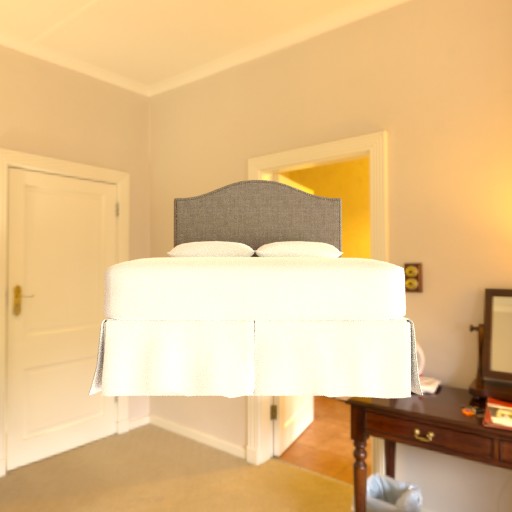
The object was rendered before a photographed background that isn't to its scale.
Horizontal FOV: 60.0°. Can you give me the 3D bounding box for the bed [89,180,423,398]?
[{"bbox_3d":[0.000,0.000,3.309,1.713,1.518,2.153,0,-1,0],"label":"bed"}]
